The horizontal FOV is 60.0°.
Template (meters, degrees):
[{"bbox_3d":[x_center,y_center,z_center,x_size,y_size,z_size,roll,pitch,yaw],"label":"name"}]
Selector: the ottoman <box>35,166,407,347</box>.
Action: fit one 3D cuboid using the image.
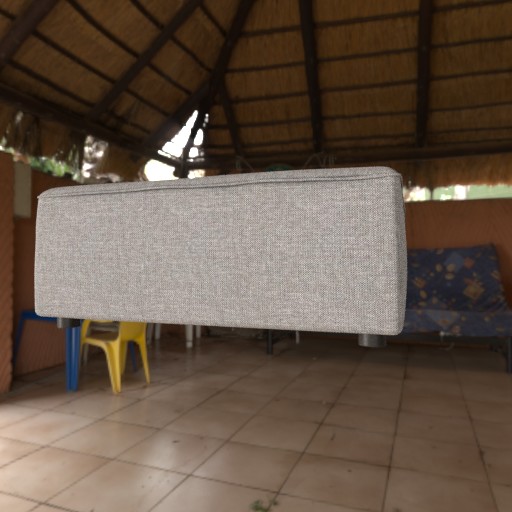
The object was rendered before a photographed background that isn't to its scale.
[{"bbox_3d":[0.000,0.000,1.571,1.017,0.423,1.023,0,-1,20],"label":"ottoman"}]
